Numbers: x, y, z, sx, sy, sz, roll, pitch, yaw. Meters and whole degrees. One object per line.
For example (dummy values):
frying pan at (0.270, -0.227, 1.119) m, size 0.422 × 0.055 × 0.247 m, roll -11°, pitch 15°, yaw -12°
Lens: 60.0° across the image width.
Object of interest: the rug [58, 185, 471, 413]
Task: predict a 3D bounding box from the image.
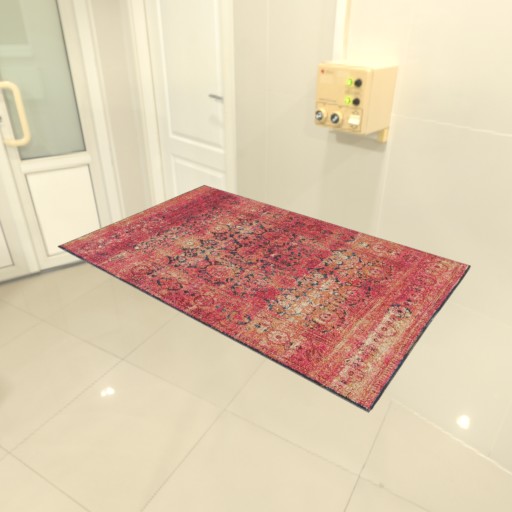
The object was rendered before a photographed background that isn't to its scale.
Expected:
rug at (0.000, 0.000, 3.081) m, size 2.449 × 0.018 × 1.539 m, roll 21°, pitch 36°, yaw 32°
